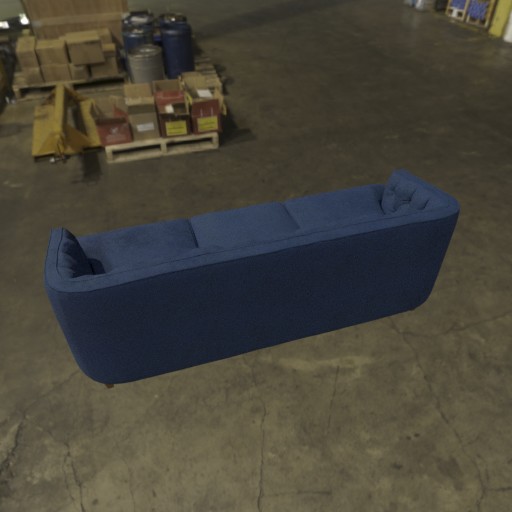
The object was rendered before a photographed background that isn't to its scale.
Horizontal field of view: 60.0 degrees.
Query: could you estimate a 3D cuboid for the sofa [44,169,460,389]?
[{"bbox_3d":[0.000,0.000,2.703,2.278,0.855,0.941,-12,42,-13],"label":"sofa"}]
